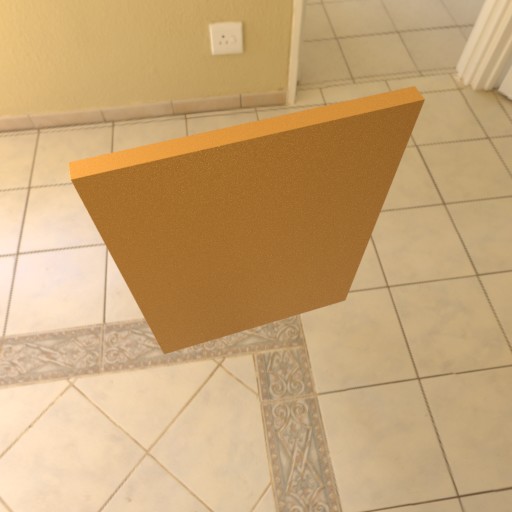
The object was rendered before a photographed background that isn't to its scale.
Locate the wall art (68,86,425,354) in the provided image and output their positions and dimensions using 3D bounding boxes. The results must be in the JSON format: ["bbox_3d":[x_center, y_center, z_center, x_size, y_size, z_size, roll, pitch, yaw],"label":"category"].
[{"bbox_3d":[0.000,0.000,1.085,0.610,0.812,0.038,-15,60,-9],"label":"wall art"}]
